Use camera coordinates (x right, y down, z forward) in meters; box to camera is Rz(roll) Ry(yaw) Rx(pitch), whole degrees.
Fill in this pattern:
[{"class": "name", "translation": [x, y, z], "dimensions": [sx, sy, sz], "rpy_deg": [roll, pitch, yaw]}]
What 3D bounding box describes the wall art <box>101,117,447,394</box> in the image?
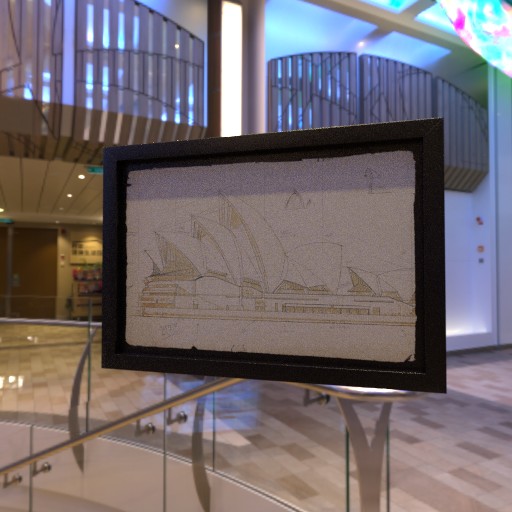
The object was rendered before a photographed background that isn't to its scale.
[{"class": "wall art", "translation": [0.000, 0.000, 0.558], "dimensions": [0.440, 0.306, 0.013], "rpy_deg": [0, -2, 16]}]
